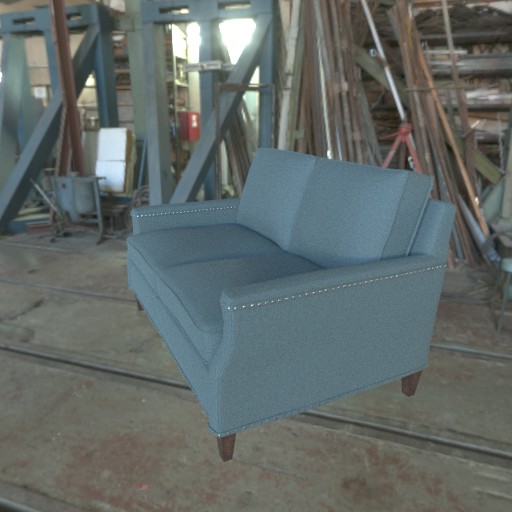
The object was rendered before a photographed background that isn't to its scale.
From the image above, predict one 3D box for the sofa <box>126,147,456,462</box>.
[{"bbox_3d":[0.000,0.000,2.293,1.084,1.003,1.597,-8,20,-25],"label":"sofa"}]
